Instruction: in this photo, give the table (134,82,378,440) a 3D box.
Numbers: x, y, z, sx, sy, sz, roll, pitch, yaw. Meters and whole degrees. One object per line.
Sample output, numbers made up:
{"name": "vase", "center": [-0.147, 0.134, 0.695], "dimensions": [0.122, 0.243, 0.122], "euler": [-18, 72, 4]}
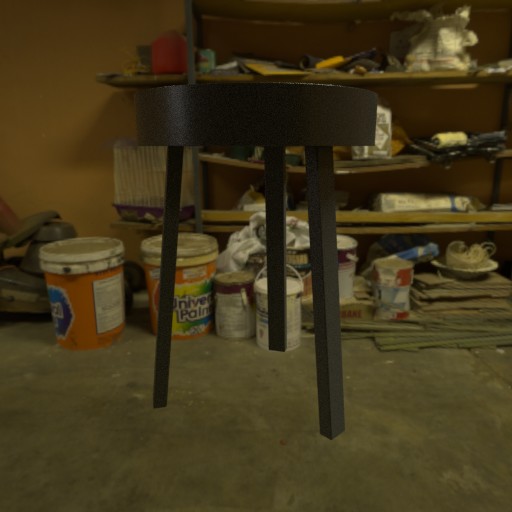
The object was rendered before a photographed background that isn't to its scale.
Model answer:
{"name": "table", "center": [0.000, 0.000, 0.831], "dimensions": [0.406, 0.559, 0.406], "euler": [0, 14, 0]}
